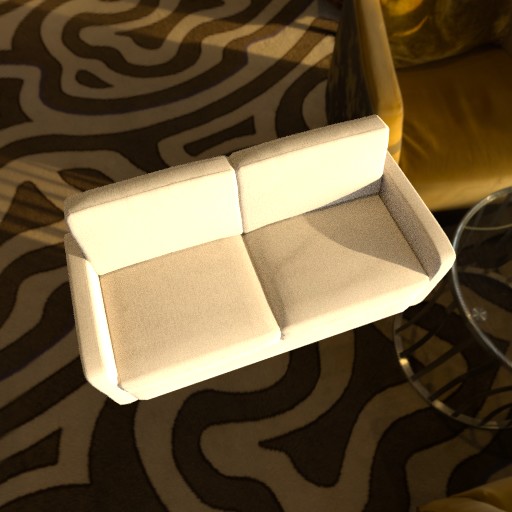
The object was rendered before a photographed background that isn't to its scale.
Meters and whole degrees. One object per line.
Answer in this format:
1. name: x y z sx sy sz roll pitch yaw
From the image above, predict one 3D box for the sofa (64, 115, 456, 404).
1. sofa: 0.000 0.000 2.299 1.808 0.831 0.894 -17 64 -9
